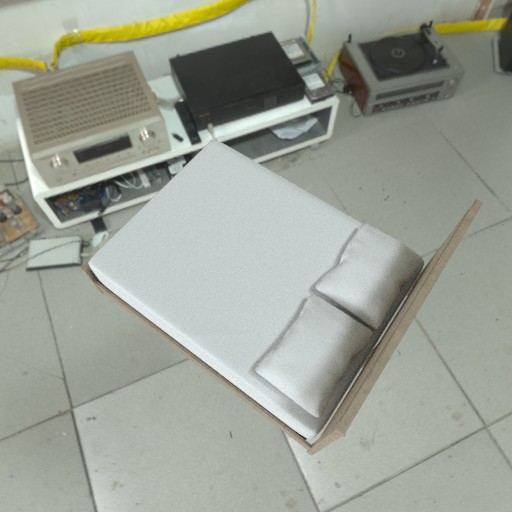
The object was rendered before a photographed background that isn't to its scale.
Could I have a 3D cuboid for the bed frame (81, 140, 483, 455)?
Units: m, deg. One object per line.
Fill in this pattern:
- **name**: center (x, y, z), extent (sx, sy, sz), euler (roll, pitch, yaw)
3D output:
- **bed frame**: center (0.000, 0.000, 3.254), extent (2.189, 1.369, 1.606), euler (33, 67, 16)
